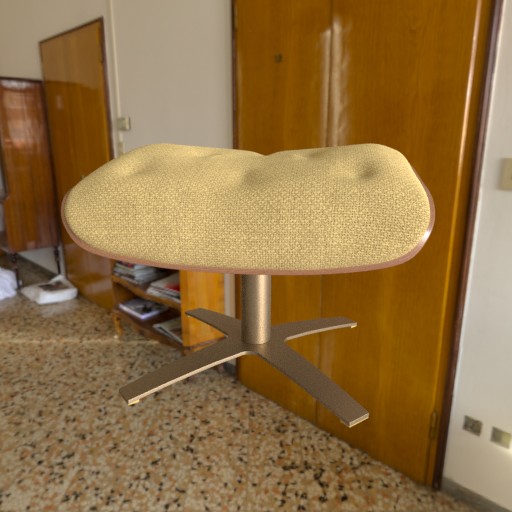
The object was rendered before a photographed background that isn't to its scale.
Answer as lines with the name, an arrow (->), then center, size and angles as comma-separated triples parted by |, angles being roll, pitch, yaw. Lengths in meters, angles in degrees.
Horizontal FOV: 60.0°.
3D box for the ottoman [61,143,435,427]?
ottoman -> 0.000, 0.000, 0.797 | 0.520, 0.391, 0.394 | 2, 15, 9
